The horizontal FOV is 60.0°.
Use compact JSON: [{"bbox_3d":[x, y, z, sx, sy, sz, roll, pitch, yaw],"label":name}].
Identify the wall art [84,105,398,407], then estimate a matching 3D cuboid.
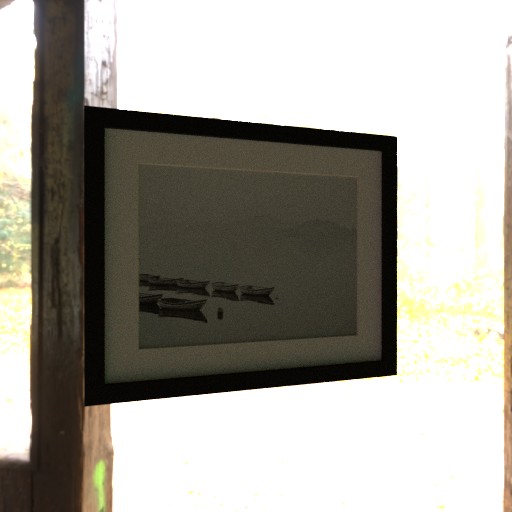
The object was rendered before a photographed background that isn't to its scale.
[{"bbox_3d":[0.000,0.000,0.768,0.554,0.454,0.030,0,0,-18],"label":"wall art"}]
